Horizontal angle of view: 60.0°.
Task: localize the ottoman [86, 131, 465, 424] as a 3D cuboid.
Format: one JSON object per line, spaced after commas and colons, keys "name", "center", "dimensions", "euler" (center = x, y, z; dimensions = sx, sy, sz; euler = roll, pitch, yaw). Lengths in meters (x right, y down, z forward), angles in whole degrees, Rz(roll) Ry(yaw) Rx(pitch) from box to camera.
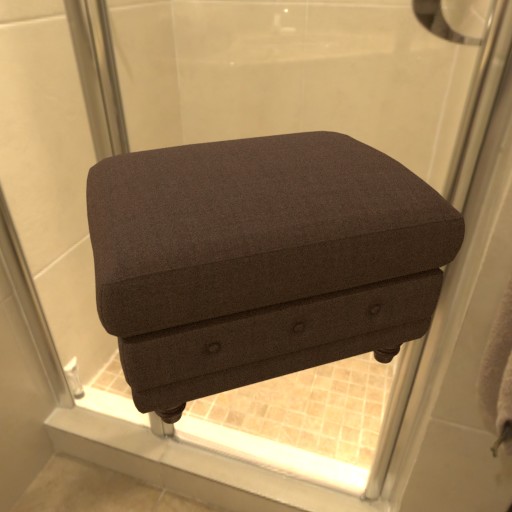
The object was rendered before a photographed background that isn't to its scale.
{"name": "ottoman", "center": [0.000, 0.000, 1.202], "dimensions": [0.809, 0.555, 0.599], "euler": [-11, 35, -16]}
